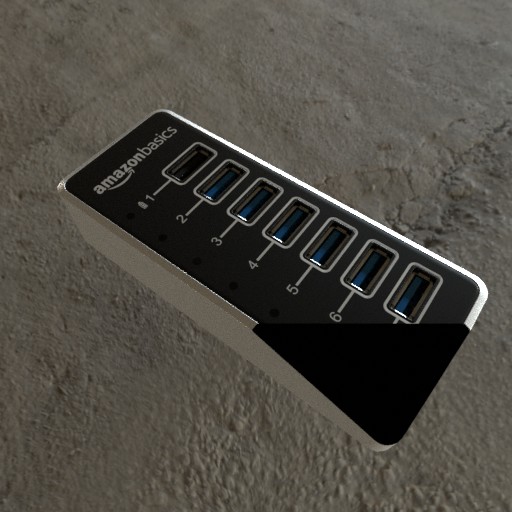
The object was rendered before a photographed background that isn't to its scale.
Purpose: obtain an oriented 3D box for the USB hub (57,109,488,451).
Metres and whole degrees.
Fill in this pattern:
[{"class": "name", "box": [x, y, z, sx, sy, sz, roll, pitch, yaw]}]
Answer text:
[{"class": "USB hub", "box": [0.000, 0.000, 0.123, 0.110, 0.023, 0.044, 32, 63, 19]}]
